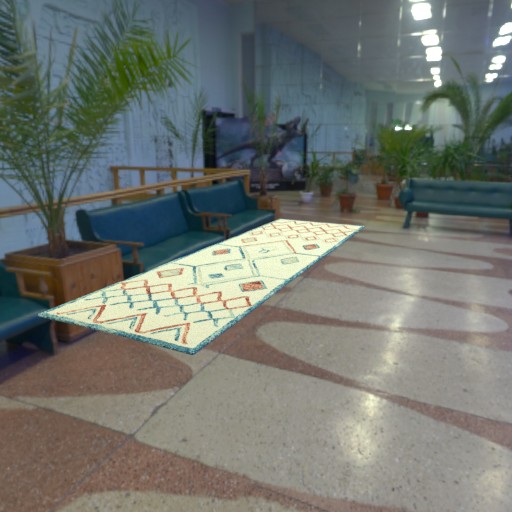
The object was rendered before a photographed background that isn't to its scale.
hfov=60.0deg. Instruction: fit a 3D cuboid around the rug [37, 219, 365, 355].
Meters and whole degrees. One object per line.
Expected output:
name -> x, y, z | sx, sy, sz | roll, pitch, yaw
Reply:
rug -> 0.000, 0.000, 2.664 | 0.750, 0.011, 2.435 | 7, 16, 25
